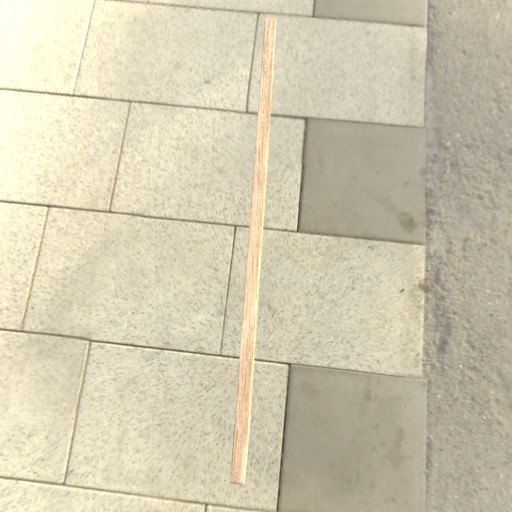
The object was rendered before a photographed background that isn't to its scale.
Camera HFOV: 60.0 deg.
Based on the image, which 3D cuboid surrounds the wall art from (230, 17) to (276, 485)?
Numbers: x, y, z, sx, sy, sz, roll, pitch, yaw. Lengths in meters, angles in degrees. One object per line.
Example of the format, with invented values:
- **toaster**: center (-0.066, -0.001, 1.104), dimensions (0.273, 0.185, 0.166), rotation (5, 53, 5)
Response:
- **wall art**: center (0.000, 0.000, 0.950), dimensions (0.021, 0.480, 0.780), rotation (4, 77, 1)
